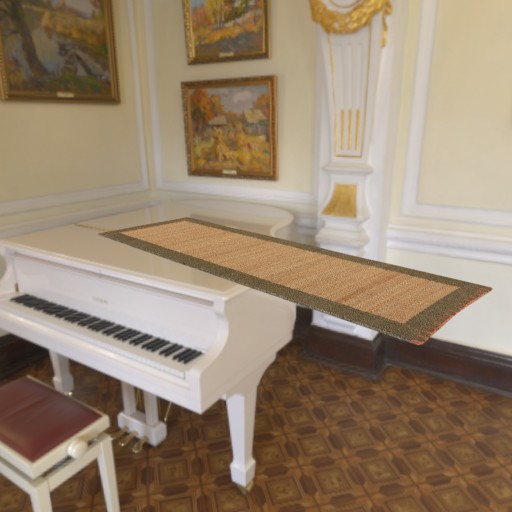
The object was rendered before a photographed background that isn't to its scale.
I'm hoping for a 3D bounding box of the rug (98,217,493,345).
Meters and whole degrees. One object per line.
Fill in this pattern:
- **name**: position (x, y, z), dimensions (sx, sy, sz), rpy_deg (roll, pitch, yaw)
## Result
- **rug**: position (0.000, 0.000, 2.672), dimensions (2.413, 0.016, 0.810), rpy_deg (16, 23, 42)
